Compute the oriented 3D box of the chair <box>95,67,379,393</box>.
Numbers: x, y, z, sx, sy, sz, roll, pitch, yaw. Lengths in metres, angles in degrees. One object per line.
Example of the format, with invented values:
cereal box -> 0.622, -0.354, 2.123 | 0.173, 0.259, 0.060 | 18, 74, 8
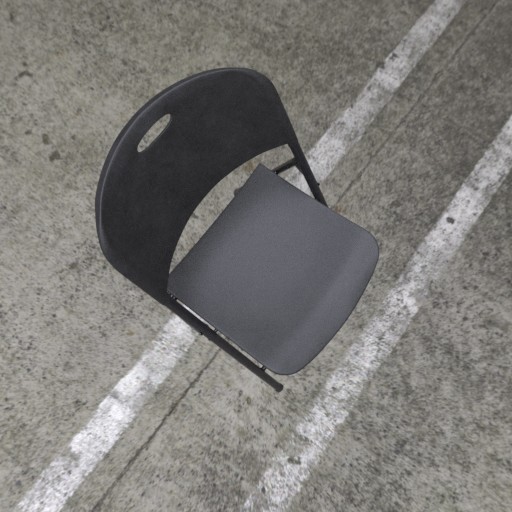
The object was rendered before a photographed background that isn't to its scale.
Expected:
chair -> 0.000, 0.000, 1.163 | 0.566, 0.810, 0.494 | 36, 79, 9
